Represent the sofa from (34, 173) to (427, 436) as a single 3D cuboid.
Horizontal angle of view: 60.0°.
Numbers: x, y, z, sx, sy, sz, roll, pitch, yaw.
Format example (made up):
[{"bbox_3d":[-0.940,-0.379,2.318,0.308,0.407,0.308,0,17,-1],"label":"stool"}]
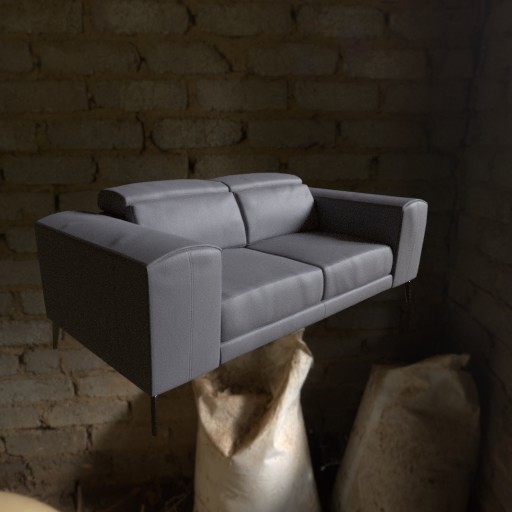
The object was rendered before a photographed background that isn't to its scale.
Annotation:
[{"bbox_3d":[0.000,0.000,2.357,1.895,0.779,1.003,-14,21,-42],"label":"sofa"}]
